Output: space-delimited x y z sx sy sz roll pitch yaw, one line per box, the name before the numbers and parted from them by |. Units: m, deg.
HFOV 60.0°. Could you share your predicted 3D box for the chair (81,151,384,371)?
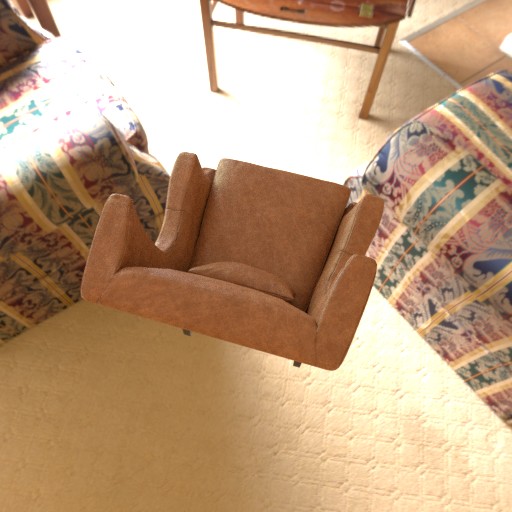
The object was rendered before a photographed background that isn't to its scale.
chair | 0.000 0.000 1.699 0.853 1.016 0.926 15 65 7
